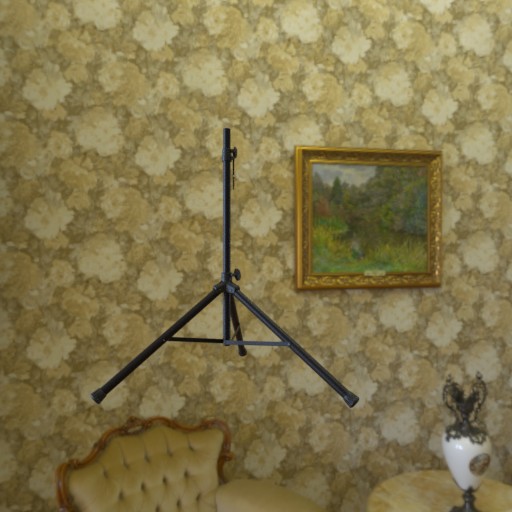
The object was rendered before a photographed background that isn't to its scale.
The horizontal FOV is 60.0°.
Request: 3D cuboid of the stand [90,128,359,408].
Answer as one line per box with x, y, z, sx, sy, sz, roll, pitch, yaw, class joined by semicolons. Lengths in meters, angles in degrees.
0.000;0.000;1.892;0.907;1.136;1.045;0;-1;34;stand
